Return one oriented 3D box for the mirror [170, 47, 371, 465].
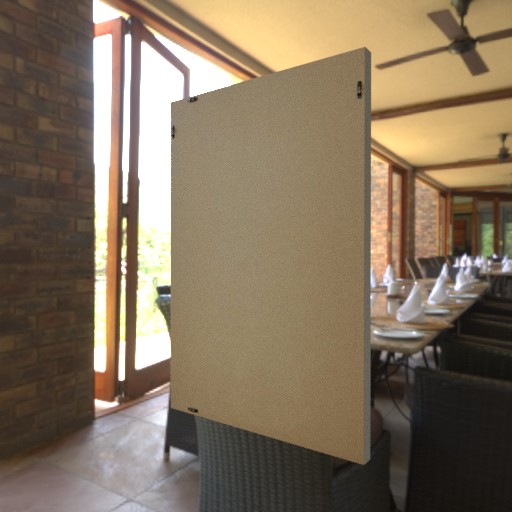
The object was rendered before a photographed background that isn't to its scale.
[{"bbox_3d":[0.000,0.000,1.160,0.609,0.915,0.040,0,1,36],"label":"mirror"}]
